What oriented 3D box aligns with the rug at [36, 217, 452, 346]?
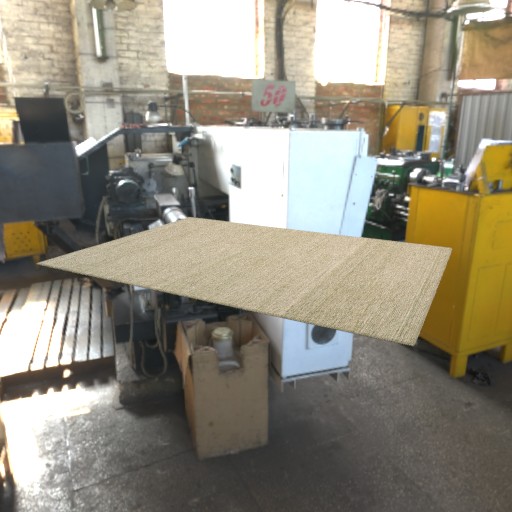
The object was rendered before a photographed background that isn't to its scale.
[{"bbox_3d":[0.000,0.000,5.098,3.935,0.025,2.782,9,19,27],"label":"rug"}]
